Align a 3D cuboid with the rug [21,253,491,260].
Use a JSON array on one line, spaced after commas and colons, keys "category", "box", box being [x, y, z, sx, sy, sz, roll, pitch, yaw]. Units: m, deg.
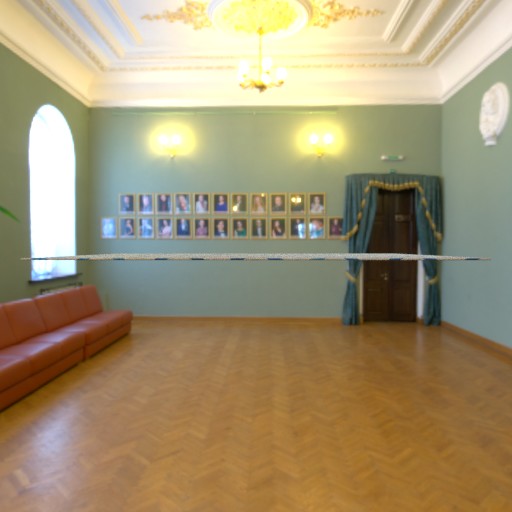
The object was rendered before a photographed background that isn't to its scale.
[{"category": "rug", "box": [0.000, 0.000, 2.335, 1.830, 0.008, 1.225, 0, 1, 0]}]
